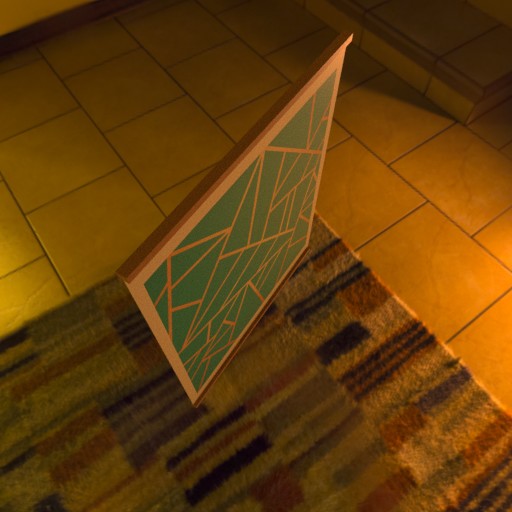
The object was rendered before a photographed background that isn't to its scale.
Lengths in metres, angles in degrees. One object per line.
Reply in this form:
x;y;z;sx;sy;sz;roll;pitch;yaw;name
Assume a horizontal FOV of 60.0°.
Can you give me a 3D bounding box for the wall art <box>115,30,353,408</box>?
0.000;0.000;0.674;0.012;0.508;0.405;30;64;16;wall art
